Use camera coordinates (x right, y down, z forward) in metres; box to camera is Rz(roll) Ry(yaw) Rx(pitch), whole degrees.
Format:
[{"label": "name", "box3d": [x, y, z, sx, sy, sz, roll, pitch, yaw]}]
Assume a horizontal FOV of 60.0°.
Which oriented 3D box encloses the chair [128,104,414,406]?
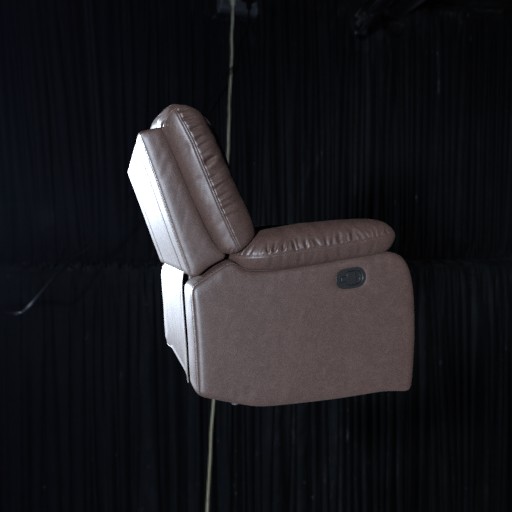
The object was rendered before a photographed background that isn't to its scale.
[{"label": "chair", "box3d": [0.000, 0.000, 1.744, 0.934, 1.009, 0.899, -1, 3, -18]}]
